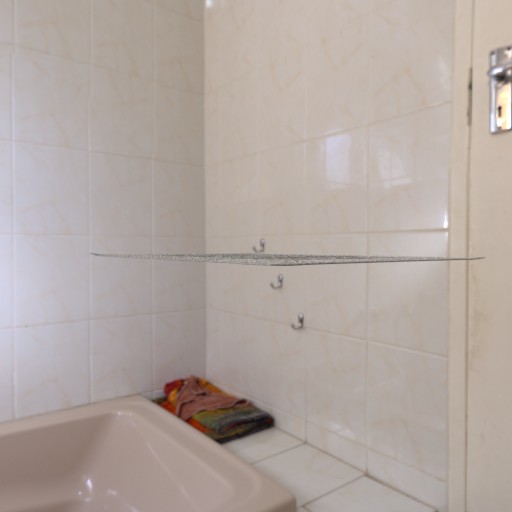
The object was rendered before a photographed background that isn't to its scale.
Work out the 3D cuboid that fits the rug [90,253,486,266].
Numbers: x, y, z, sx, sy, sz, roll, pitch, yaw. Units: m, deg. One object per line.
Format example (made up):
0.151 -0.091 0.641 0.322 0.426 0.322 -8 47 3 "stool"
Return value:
0.000 0.000 2.350 1.209 0.019 1.828 -1 1 -36 "rug"
